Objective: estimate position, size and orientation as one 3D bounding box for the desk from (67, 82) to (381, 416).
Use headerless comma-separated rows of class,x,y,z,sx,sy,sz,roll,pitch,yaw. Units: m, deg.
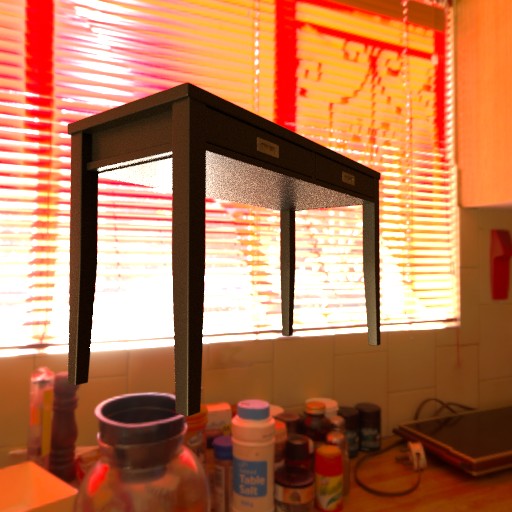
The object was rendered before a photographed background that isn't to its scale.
desk,0.000,0.000,1.656,0.508,0.775,1.220,-1,-2,36
